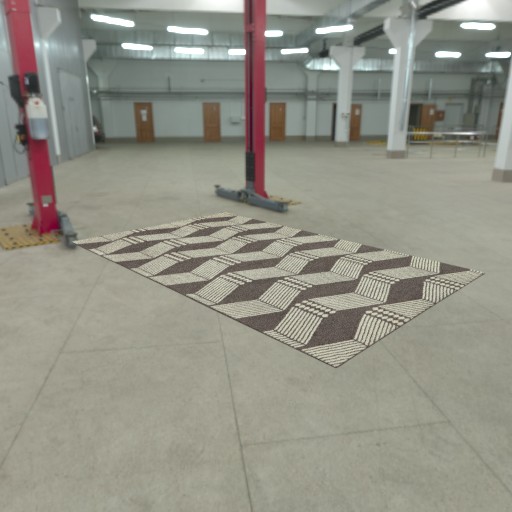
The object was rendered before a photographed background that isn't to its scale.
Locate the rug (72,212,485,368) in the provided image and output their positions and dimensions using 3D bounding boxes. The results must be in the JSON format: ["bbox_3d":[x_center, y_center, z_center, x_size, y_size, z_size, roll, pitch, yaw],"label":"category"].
[{"bbox_3d":[0.000,0.000,3.019,1.517,0.011,2.435,-16,24,-42],"label":"rug"}]
